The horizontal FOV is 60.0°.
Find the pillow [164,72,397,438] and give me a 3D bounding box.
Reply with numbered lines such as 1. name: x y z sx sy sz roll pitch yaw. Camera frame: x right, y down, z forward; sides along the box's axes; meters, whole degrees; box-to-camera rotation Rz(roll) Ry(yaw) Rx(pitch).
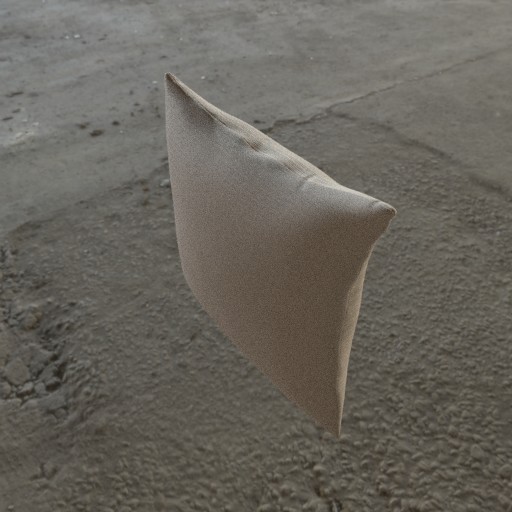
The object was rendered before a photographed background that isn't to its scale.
1. pillow: 0.000 0.000 0.777 0.204 0.497 0.512 -26 48 -26
